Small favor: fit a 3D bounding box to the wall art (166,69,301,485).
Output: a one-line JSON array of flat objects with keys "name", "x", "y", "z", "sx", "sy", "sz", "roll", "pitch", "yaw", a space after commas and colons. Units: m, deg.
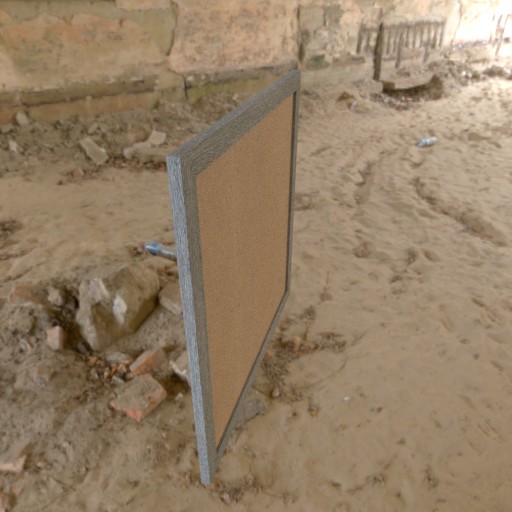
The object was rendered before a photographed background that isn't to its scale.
[{"name": "wall art", "x": 0.000, "y": 0.000, "z": 1.001, "sx": 0.020, "sy": 0.685, "sz": 0.685, "roll": 9, "pitch": 33, "yaw": 15}]
